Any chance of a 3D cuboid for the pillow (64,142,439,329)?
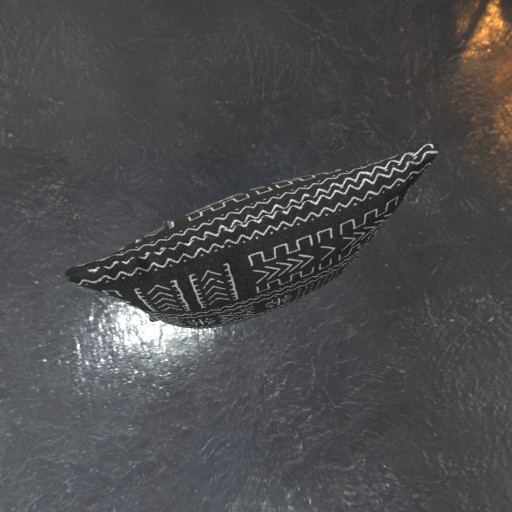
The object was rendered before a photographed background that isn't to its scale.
[{"bbox_3d":[0.000,0.000,0.678,0.438,0.430,0.164,-20,77,-5],"label":"pillow"}]
